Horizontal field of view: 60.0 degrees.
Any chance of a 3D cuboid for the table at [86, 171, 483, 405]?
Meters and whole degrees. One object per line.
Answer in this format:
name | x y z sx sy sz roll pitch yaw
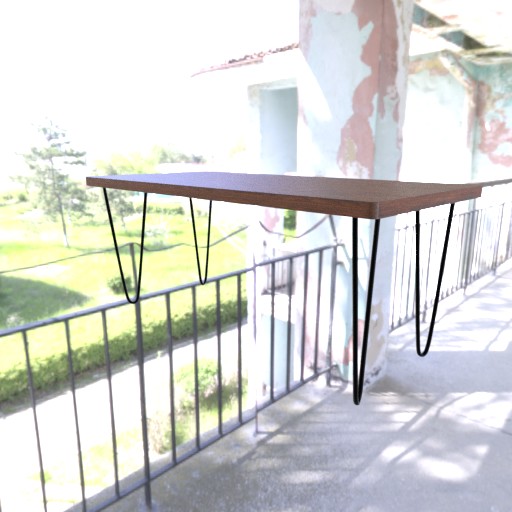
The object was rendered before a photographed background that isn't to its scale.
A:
table | 0.000 0.000 2.228 1.791 0.753 0.883 13 18 43
